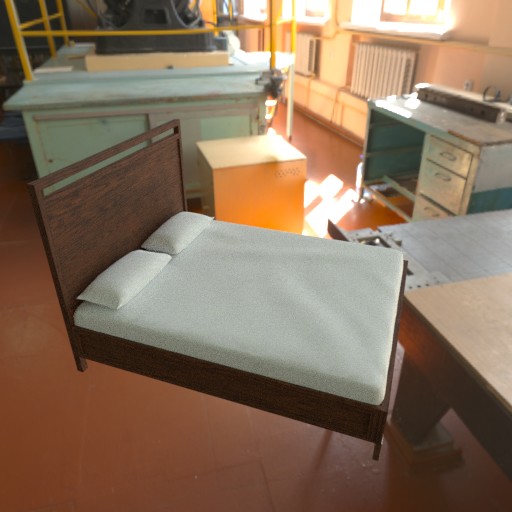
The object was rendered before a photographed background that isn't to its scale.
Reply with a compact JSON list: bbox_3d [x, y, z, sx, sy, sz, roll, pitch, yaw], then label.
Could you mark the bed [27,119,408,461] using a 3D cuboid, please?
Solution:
[{"bbox_3d":[0.000,0.000,3.356,2.218,1.487,1.765,10,32,17],"label":"bed"}]
